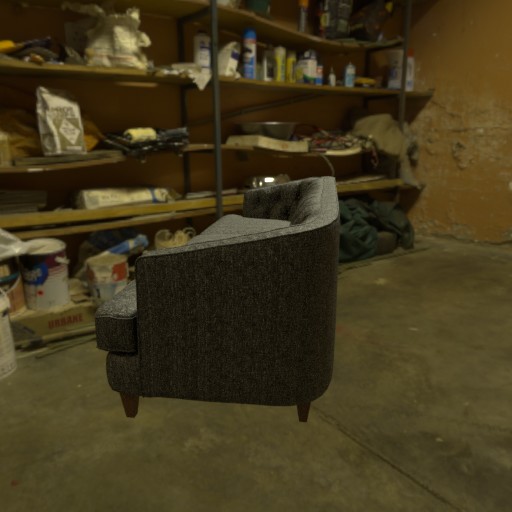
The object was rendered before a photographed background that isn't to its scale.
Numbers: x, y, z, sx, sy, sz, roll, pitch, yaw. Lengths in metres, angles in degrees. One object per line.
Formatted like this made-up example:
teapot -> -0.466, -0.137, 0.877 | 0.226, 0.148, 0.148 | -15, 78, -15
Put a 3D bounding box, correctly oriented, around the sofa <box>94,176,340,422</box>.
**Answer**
sofa -> 0.000, 0.000, 2.687 | 0.941, 0.855, 2.278 | 2, 15, 9
